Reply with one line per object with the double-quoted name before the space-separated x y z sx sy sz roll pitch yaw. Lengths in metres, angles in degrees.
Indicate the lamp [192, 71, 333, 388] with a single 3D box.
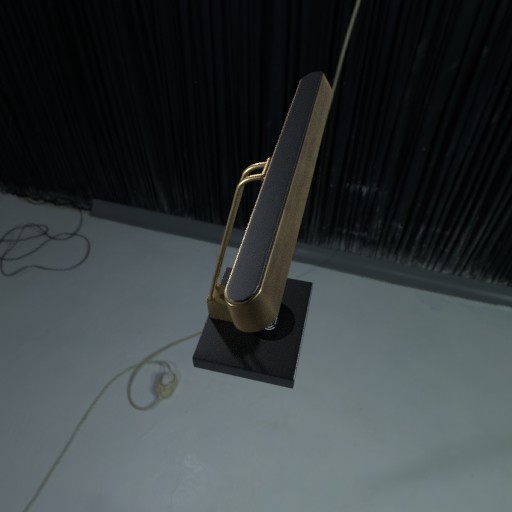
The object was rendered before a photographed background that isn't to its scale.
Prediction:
"lamp" 0.000 0.000 0.599 0.156 0.345 0.412 10 48 9
